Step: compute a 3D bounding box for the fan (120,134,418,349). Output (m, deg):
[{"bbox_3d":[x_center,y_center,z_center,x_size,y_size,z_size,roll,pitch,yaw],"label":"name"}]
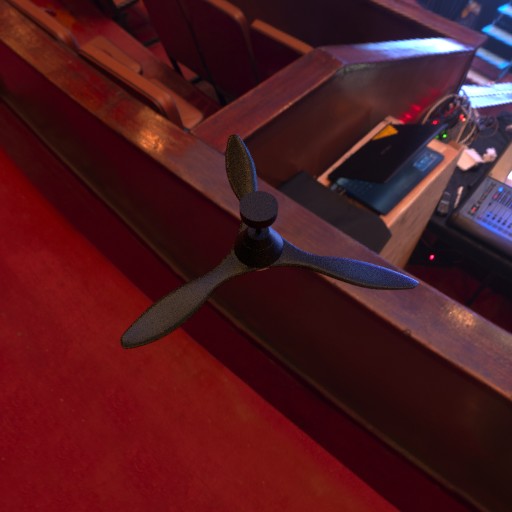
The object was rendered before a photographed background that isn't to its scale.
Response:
[{"bbox_3d":[0.000,0.000,1.636,1.067,0.305,1.067,32,63,19],"label":"fan"}]
